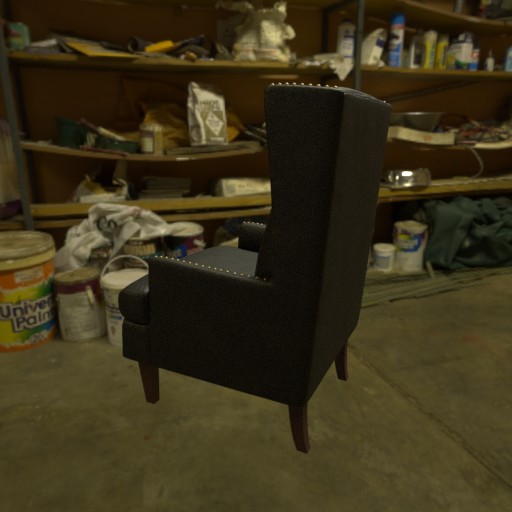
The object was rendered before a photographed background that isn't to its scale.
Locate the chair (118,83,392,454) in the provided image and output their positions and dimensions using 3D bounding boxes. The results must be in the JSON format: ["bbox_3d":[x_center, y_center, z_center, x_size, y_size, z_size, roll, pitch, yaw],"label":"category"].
[{"bbox_3d":[0.000,0.000,1.666,0.799,1.142,0.703,8,17,25],"label":"chair"}]
